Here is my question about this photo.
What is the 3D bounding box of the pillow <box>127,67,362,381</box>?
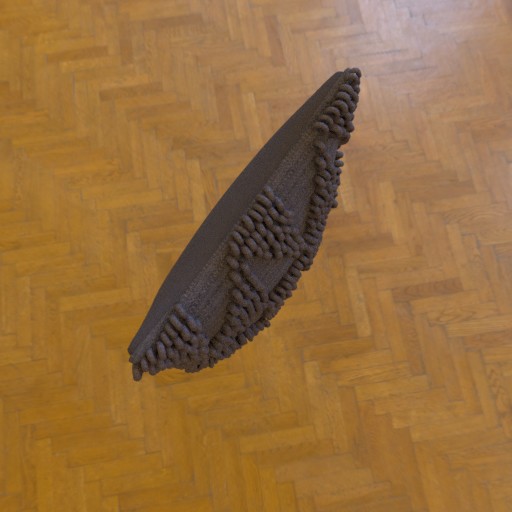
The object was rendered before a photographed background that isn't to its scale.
[{"bbox_3d":[0.000,0.000,0.736,0.172,0.467,0.470,34,78,8],"label":"pillow"}]
